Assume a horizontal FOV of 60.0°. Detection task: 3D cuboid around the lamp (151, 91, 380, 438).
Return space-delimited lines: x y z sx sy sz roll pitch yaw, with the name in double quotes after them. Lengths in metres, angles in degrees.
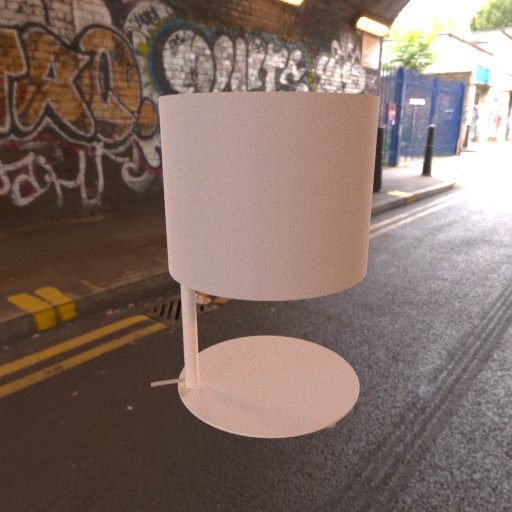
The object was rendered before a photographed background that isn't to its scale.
0.000 0.000 0.678 0.341 0.454 0.299 -3 17 -11 "lamp"
